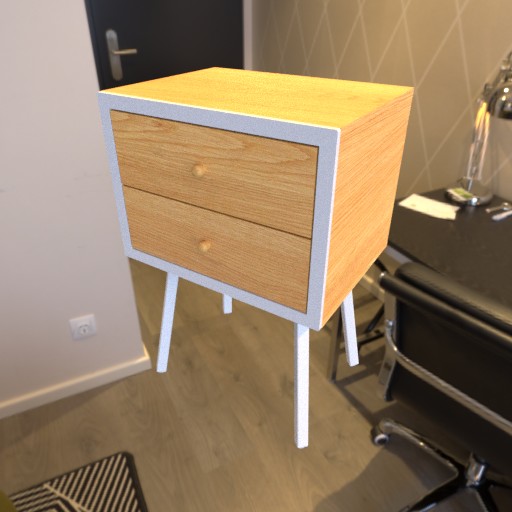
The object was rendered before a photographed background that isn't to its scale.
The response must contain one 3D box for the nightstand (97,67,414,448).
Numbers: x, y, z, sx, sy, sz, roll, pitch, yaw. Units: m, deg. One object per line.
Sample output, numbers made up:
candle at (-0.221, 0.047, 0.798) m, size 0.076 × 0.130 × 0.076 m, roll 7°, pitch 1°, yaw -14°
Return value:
nightstand at (0.000, 0.000, 0.844) m, size 0.400 × 0.601 × 0.316 m, roll 18°, pitch 35°, yaw 28°
